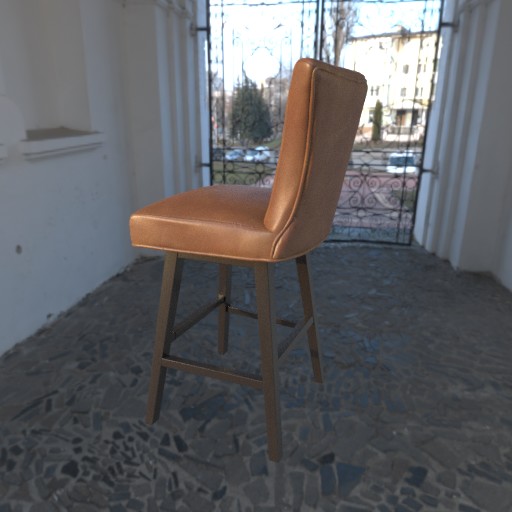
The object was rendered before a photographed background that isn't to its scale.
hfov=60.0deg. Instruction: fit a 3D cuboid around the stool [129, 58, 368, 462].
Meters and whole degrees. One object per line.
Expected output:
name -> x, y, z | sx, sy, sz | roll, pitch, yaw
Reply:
stool -> 0.000, 0.000, 1.405 | 0.585, 1.094, 0.522 | 8, 20, 24
